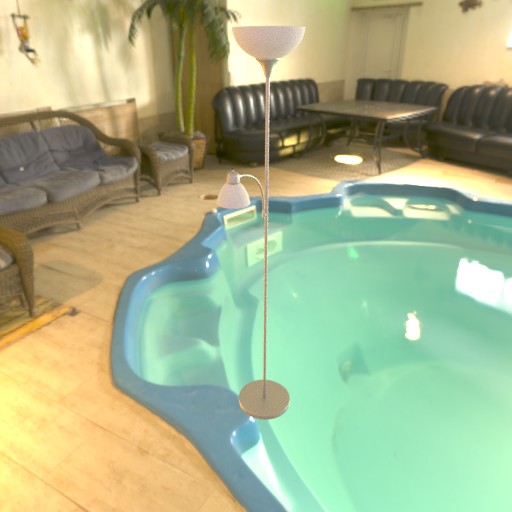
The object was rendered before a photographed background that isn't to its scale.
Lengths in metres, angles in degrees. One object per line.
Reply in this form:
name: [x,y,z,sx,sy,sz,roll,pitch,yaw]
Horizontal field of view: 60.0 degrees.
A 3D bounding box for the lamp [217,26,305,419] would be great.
lamp: [0.000,0.000,1.962,0.279,1.804,0.425,17,31,32]
